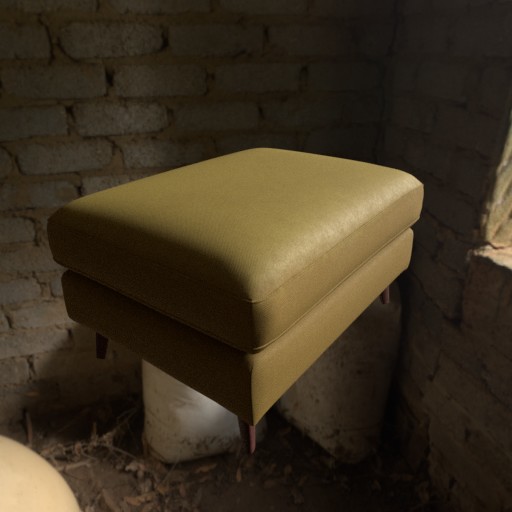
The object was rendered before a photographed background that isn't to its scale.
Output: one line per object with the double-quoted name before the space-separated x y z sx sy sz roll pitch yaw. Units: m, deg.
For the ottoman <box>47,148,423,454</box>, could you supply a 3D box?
"ottoman" 0.000 0.000 1.157 0.608 0.449 0.811 18 31 33
